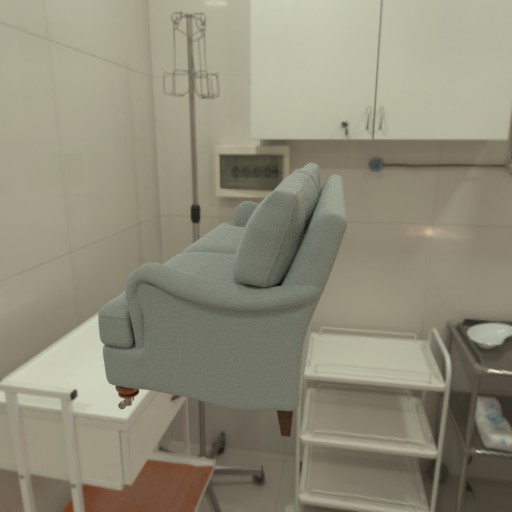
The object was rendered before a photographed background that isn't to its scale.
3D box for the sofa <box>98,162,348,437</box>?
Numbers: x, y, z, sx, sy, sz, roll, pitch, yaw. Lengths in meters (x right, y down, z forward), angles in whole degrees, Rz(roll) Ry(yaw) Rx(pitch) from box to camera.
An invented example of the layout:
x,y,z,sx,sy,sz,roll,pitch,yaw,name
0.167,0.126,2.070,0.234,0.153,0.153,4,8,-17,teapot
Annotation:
x,y,z,sx,sy,sz,roll,pitch,yaw,name
0.000,0.000,2.836,1.069,1.096,2.193,3,15,10,sofa
